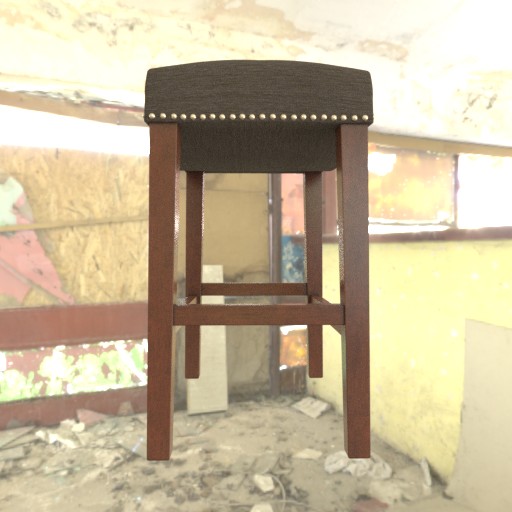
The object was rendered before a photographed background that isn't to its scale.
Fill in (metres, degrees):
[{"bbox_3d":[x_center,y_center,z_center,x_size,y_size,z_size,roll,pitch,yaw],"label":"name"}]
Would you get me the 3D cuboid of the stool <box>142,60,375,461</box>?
[{"bbox_3d":[0.000,0.000,0.951,0.372,0.654,0.504,0,1,-1],"label":"stool"}]
